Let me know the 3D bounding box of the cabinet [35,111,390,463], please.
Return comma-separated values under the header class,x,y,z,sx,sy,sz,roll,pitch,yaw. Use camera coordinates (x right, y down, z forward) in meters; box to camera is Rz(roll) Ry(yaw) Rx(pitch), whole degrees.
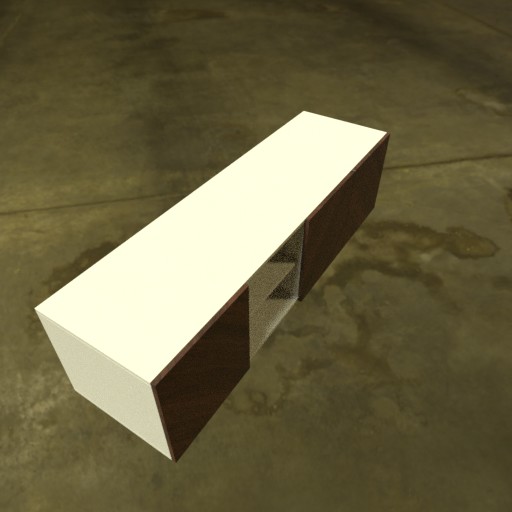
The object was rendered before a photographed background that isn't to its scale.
class,x,y,z,sx,sy,sz,roll,pitch,yaw
cabinet,0.000,0.000,1.737,0.431,0.533,1.499,23,47,24
